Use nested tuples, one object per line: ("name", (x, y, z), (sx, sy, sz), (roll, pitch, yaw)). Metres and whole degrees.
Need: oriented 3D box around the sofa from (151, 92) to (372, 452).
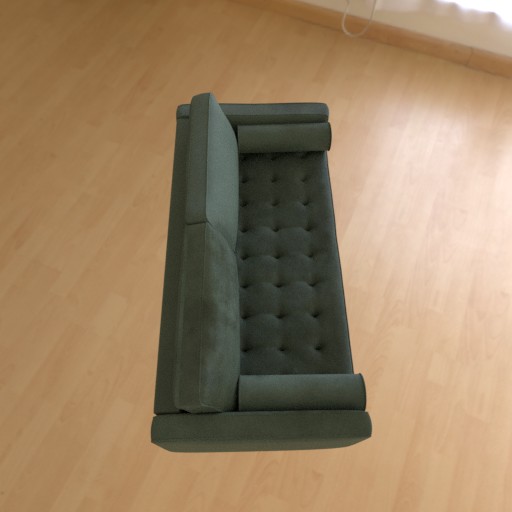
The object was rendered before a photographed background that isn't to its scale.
("sofa", (0.000, 0.000, 2.357), (0.916, 0.772, 1.880), (-1, 63, -1))
